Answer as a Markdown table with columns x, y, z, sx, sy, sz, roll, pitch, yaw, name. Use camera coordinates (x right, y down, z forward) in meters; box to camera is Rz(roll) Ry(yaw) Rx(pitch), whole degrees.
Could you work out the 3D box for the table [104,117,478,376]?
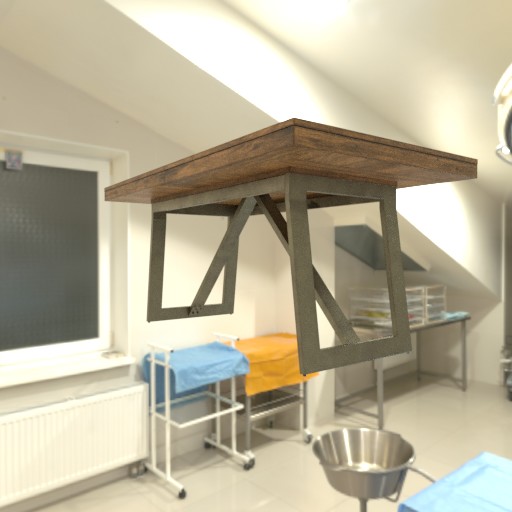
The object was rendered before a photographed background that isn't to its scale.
| x | y | z | sx | sy | sz | roll | pitch | yaw | name |
| --- | --- | --- | --- | --- | --- | --- | --- | --- | --- |
| 0.000 | 0.000 | 2.113 | 0.931 | 0.757 | 1.641 | -1 | 1 | -36 | table |
